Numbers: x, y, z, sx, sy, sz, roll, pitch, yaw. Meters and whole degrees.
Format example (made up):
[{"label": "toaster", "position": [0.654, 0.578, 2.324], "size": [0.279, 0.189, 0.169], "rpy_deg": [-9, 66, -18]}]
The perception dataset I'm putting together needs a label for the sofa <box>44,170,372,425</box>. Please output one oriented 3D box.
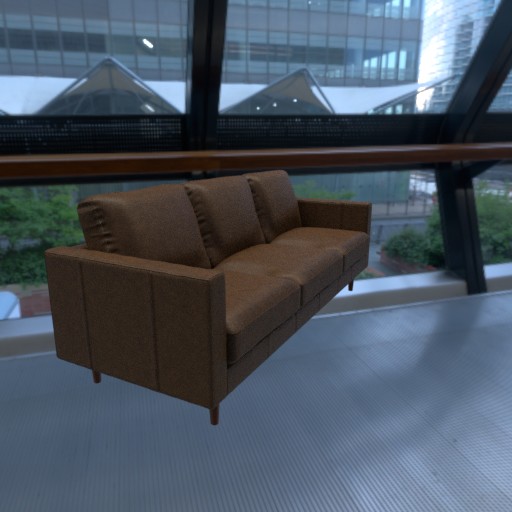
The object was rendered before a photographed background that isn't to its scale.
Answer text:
[{"label": "sofa", "position": [0.000, 0.000, 2.724], "size": [0.903, 0.930, 2.231], "rpy_deg": [8, 17, 27]}]
